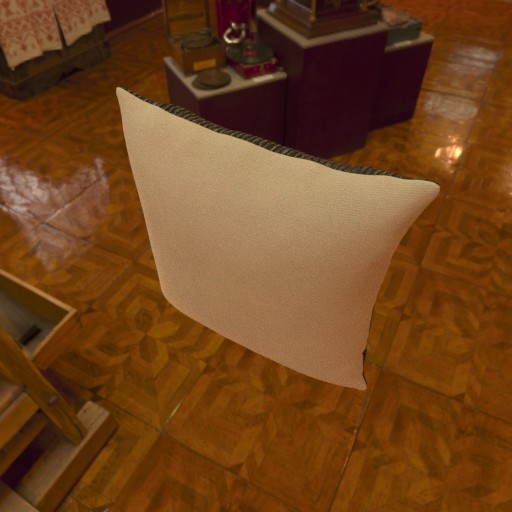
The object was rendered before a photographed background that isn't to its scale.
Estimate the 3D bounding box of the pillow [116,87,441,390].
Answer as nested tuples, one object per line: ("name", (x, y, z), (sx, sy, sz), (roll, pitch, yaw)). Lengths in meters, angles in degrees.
("pillow", (0.000, 0.000, 0.673), (0.433, 0.434, 0.196), (23, 50, 20))
